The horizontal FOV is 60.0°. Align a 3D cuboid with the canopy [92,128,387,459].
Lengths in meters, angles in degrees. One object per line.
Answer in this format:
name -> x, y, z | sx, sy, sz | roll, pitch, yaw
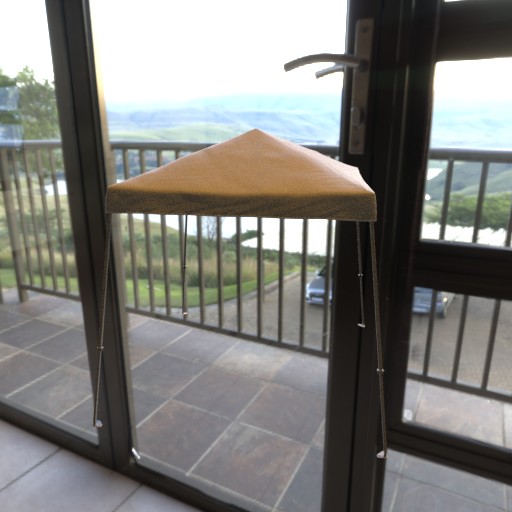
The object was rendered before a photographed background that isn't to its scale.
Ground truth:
canopy -> 0.000, 0.000, 5.151 | 2.848, 2.849, 2.849 | 3, 16, 9
